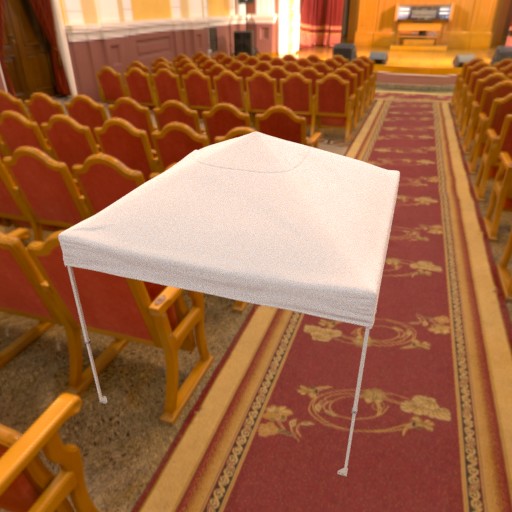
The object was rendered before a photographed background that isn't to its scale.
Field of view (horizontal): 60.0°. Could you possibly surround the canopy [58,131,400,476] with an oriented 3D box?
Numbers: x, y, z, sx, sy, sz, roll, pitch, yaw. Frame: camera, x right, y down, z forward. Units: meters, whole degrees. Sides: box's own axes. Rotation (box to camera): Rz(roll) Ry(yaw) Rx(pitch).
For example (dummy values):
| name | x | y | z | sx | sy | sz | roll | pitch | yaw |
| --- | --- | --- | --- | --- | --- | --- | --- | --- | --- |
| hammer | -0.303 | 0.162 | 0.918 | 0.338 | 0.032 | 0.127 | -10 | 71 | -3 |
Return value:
| name | x | y | z | sx | sy | sz | roll | pitch | yaw |
| --- | --- | --- | --- | --- | --- | --- | --- | --- | --- |
| canopy | 0.000 | 0.000 | 5.381 | 2.998 | 2.997 | 2.996 | 10 | 31 | 16 |
